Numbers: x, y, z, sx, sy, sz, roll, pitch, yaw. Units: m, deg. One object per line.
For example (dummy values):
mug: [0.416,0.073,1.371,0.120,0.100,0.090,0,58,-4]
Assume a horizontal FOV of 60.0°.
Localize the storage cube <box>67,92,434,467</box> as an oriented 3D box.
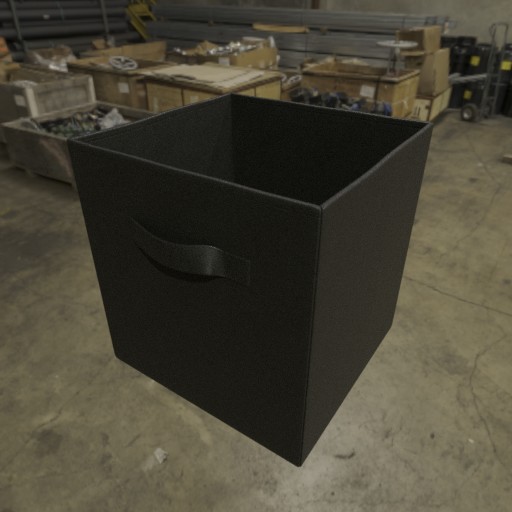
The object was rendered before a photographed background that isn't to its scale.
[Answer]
storage cube: [0.000,0.000,0.500,0.270,0.280,0.270,20,37,29]
